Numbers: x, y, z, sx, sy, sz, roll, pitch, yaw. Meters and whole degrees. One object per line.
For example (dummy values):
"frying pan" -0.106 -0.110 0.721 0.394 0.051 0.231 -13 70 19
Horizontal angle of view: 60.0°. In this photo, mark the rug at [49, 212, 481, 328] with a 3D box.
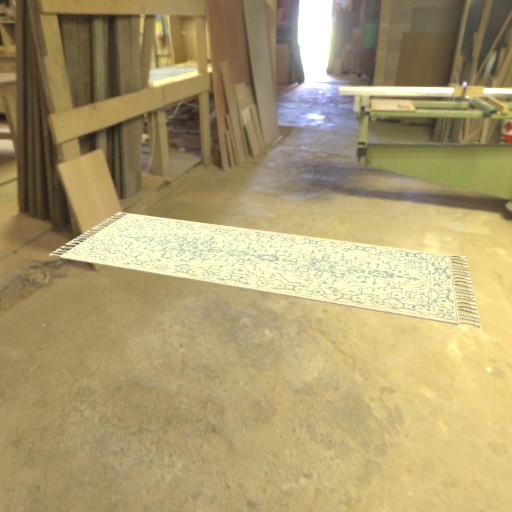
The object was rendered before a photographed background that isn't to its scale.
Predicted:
"rug" 0.000 0.000 2.713 2.449 0.011 0.774 8 28 16
